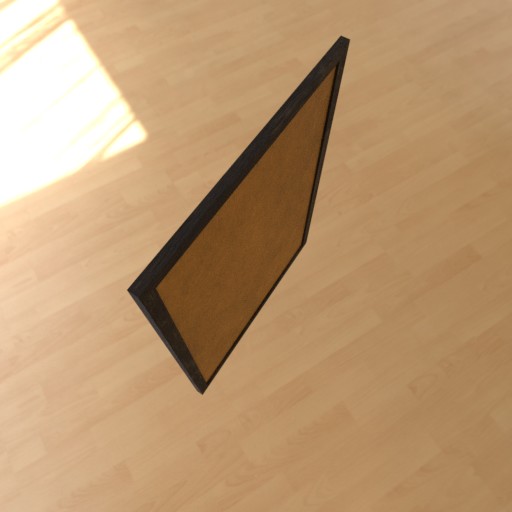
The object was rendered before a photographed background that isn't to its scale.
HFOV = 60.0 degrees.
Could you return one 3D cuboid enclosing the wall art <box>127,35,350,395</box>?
[{"bbox_3d":[0.000,0.000,1.424,0.029,1.066,0.812,30,67,14],"label":"wall art"}]
